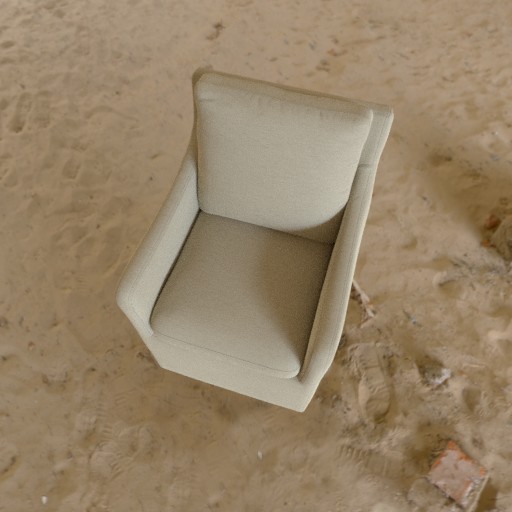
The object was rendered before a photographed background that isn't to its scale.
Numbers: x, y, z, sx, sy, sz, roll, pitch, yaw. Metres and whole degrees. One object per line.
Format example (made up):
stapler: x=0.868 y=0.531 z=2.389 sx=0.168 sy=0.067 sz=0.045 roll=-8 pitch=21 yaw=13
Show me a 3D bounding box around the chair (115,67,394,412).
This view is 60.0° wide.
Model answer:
chair: x=0.000 y=0.000 z=1.432 sx=0.626 sy=0.914 sz=0.694 roll=15 pitch=60 yaw=9
